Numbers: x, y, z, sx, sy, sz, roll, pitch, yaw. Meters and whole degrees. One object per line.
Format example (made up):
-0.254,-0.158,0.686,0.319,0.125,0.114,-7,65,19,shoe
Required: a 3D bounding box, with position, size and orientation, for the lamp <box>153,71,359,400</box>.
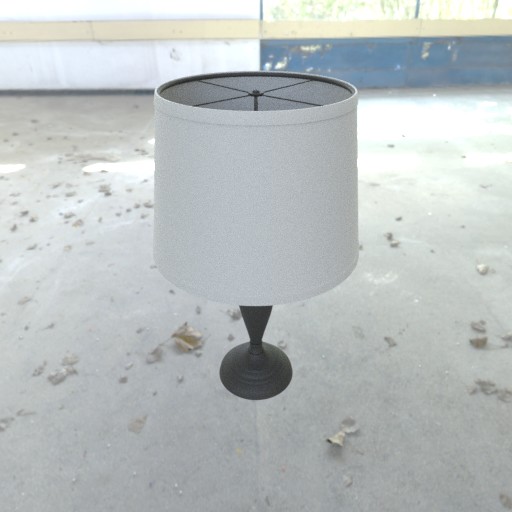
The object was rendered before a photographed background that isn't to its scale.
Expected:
0.000,0.000,0.692,0.310,0.501,0.310,0,32,0,lamp
